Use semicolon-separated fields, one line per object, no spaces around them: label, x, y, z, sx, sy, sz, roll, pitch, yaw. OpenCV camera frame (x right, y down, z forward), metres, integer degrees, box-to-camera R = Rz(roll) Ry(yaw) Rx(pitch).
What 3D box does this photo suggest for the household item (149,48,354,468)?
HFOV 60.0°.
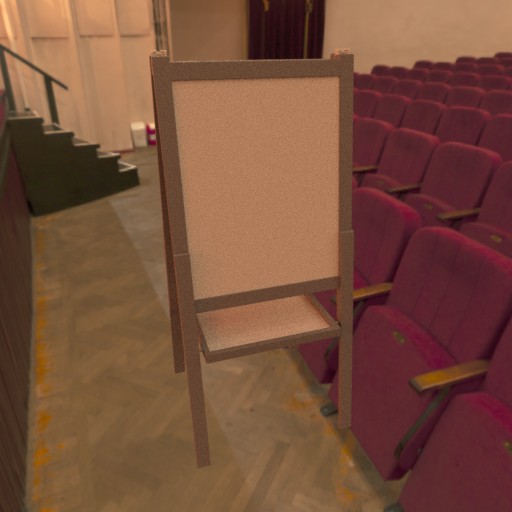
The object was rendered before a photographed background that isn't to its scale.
household item;0.000;0.000;1.387;0.531;1.172;0.469;-8;27;-16
